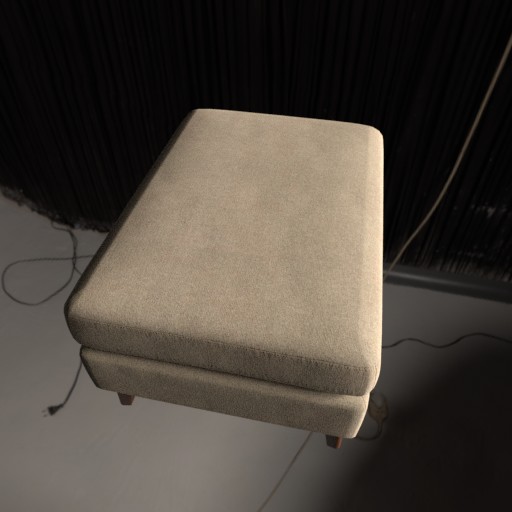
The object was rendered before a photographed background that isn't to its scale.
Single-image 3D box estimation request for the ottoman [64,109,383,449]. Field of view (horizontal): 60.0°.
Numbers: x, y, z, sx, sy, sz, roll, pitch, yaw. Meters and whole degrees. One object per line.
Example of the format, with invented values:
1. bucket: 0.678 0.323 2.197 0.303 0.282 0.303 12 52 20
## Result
1. ottoman: 0.000 0.000 1.196 0.610 0.478 0.823 8 46 8
